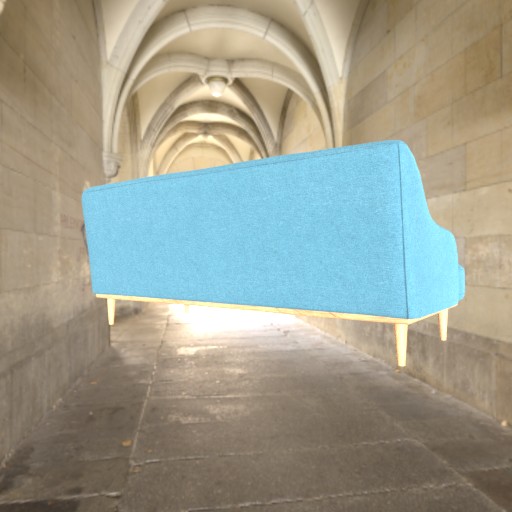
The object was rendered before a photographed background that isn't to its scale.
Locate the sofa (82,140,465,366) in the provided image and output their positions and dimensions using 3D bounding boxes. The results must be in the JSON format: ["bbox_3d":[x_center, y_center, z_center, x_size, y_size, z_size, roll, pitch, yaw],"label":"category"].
[{"bbox_3d":[0.000,0.000,2.548,2.057,0.871,0.978,0,0,36],"label":"sofa"}]
